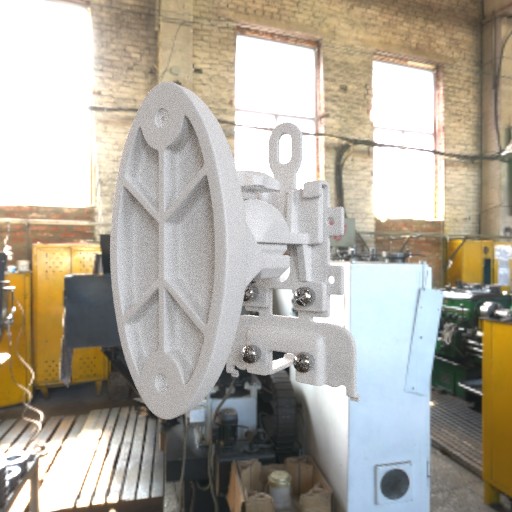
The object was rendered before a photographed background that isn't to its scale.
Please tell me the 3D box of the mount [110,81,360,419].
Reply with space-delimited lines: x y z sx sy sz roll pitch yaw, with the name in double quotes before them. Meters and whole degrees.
"mount" 0.000 0.000 0.178 0.066 0.118 0.100 0 0 36
